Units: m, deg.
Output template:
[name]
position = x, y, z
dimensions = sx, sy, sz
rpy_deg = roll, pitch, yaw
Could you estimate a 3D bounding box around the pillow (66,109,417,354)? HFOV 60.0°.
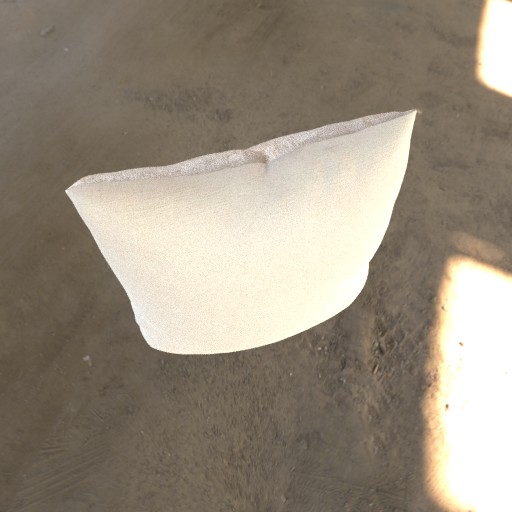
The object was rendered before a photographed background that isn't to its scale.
[pillow]
position = 0.000, 0.000, 0.709
dimensions = 0.450, 0.448, 0.245
rpy_deg = -13, 58, -8
